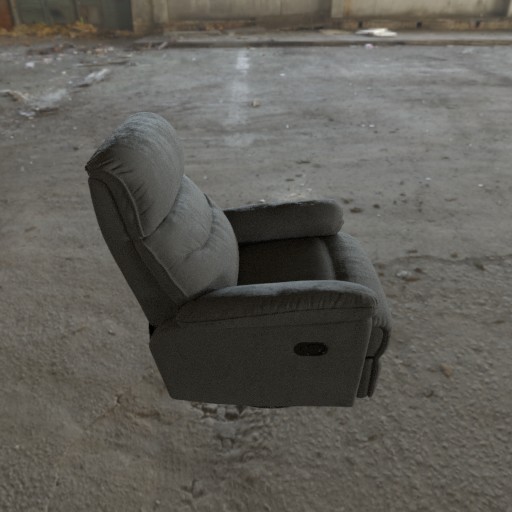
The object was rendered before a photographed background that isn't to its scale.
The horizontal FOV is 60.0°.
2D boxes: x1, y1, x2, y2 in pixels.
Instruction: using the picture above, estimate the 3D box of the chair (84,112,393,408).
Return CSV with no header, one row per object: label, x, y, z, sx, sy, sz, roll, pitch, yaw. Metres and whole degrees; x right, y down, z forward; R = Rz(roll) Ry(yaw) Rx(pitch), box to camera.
chair,0.000,0.000,1.757,1.004,1.037,0.820,0,31,-1
